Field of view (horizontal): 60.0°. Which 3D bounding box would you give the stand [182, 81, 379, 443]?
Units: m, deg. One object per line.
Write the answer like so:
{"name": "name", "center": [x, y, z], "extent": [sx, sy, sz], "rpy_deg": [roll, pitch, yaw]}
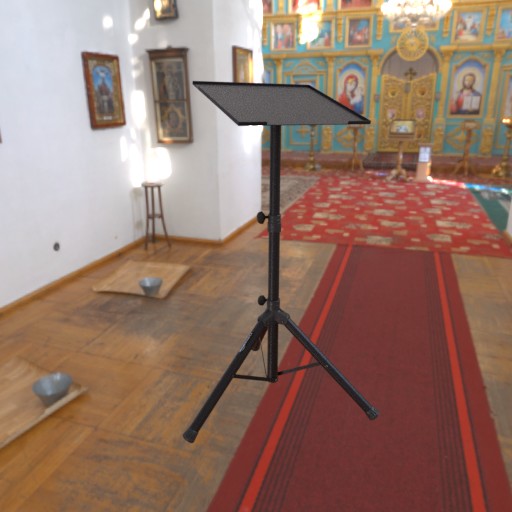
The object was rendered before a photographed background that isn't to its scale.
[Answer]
{"name": "stand", "center": [0.000, 0.000, 1.624], "extent": [0.702, 1.198, 0.702], "rpy_deg": [-9, 20, -26]}
